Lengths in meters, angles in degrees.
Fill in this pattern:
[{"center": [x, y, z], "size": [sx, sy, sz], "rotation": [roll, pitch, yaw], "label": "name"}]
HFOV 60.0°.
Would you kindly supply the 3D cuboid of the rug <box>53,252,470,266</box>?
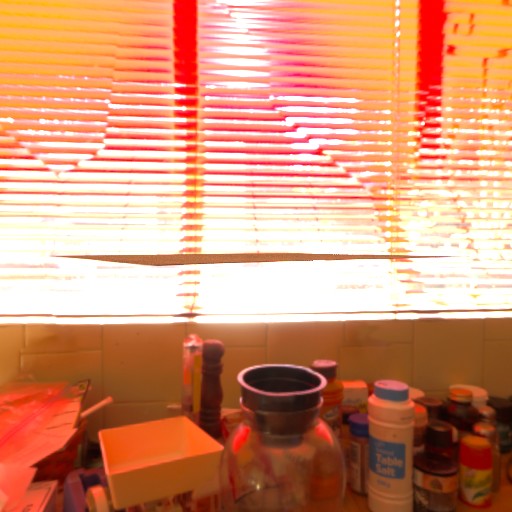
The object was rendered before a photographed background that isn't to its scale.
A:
[{"center": [0.000, 0.000, 4.079], "size": [3.048, 0.013, 2.438], "rotation": [-1, 2, -36], "label": "rug"}]
